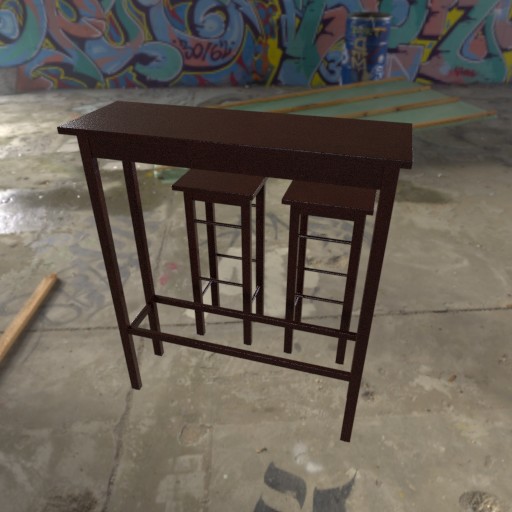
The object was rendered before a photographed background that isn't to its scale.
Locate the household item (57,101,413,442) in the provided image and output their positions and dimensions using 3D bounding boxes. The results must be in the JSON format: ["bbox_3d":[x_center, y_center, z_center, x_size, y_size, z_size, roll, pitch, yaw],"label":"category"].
[{"bbox_3d":[0.000,0.000,1.636,0.914,1.067,0.676,9,34,14],"label":"household item"}]
